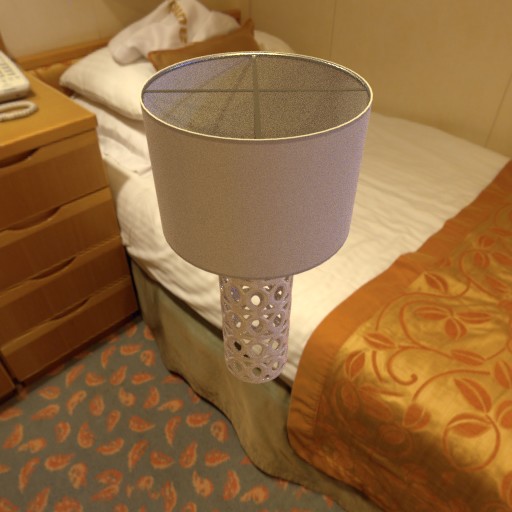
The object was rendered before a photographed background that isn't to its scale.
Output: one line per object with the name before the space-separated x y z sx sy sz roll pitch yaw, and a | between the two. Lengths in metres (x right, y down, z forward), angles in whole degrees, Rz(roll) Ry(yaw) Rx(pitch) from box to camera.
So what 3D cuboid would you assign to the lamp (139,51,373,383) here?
lamp | 0.000 0.000 0.838 0.324 0.636 0.325 -1 41 -1
